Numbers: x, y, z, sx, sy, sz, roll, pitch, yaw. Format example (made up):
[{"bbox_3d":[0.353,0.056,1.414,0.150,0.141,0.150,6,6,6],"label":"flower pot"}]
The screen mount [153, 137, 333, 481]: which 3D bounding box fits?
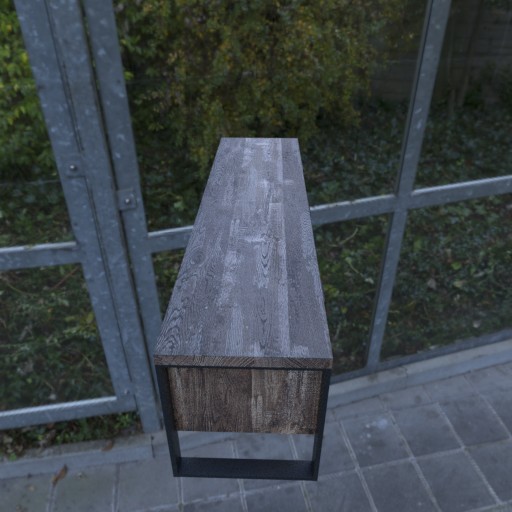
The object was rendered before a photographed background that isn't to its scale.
[{"bbox_3d":[0.000,0.000,1.707,0.395,0.450,1.524,1,32,1],"label":"screen mount"}]
